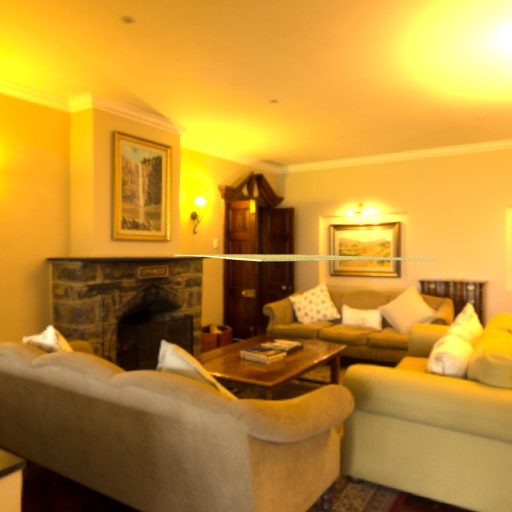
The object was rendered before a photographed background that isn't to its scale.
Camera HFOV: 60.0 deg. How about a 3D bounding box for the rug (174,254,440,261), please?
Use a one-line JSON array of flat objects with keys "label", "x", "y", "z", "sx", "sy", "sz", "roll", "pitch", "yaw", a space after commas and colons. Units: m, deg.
[{"label": "rug", "x": 0.000, "y": 0.000, "z": 2.609, "sx": 0.686, "sy": 0.013, "sz": 2.340, "roll": 0, "pitch": 1, "yaw": -17}]
